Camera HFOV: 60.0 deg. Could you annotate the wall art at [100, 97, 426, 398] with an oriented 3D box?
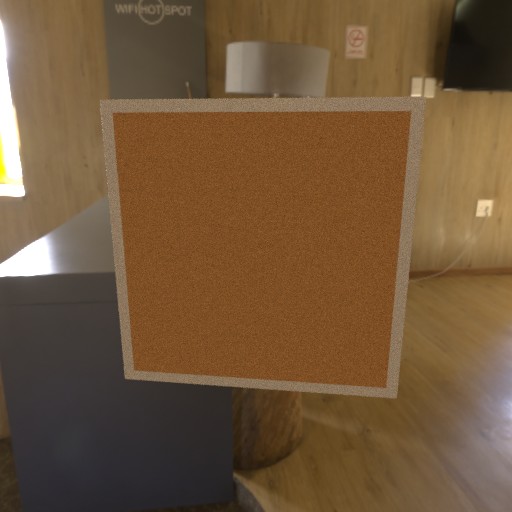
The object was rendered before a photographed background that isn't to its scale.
[{"bbox_3d":[0.000,0.000,0.833,0.558,0.559,0.009,2,16,7],"label":"wall art"}]
